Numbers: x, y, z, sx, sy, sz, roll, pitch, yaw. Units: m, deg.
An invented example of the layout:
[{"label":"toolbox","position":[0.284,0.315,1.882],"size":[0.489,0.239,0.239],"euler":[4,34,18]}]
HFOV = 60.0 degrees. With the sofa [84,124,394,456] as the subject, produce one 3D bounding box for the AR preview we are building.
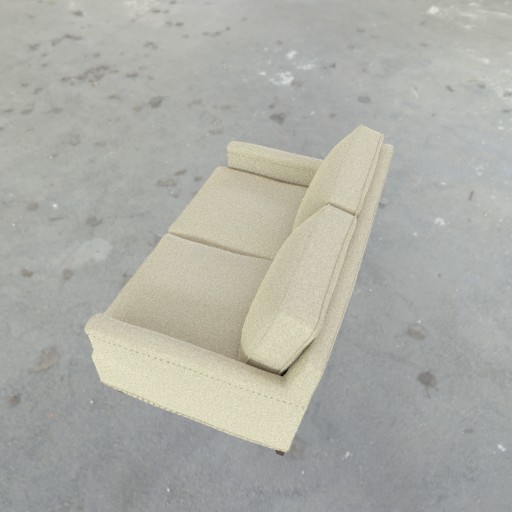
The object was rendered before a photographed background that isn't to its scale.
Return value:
[{"label":"sofa","position":[0.000,0.000,2.345],"size":[1.084,1.003,1.597],"euler":[16,48,15]}]
